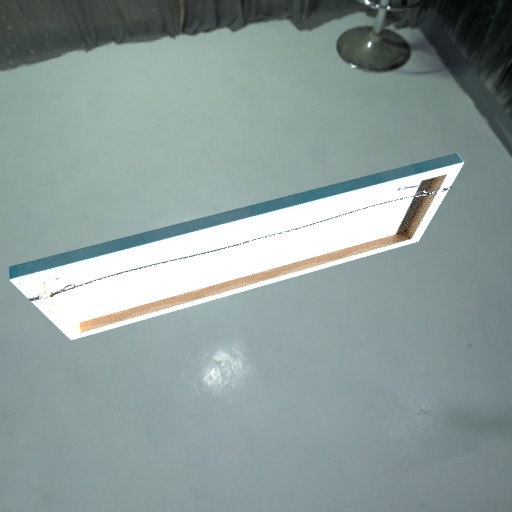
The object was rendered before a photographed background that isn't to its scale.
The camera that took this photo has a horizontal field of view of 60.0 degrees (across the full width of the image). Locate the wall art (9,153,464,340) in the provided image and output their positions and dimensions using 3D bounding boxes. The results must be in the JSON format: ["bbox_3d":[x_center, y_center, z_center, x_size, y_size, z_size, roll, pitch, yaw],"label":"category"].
[{"bbox_3d":[0.000,0.000,0.815,0.759,0.254,0.044,-15,60,-9],"label":"wall art"}]
